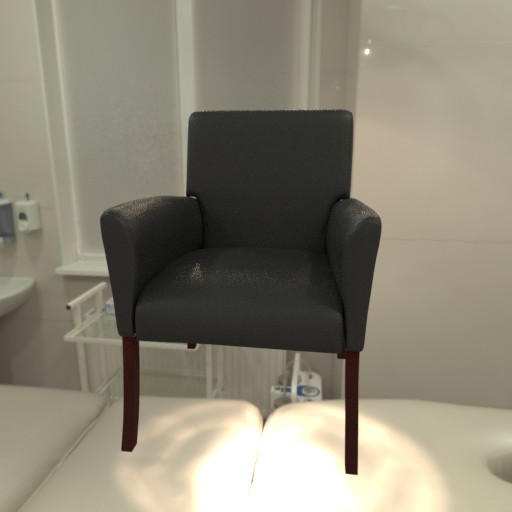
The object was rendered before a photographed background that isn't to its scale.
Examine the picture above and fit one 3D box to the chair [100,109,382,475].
[{"bbox_3d":[0.000,0.000,1.443,0.683,0.951,0.772,2,15,8],"label":"chair"}]
